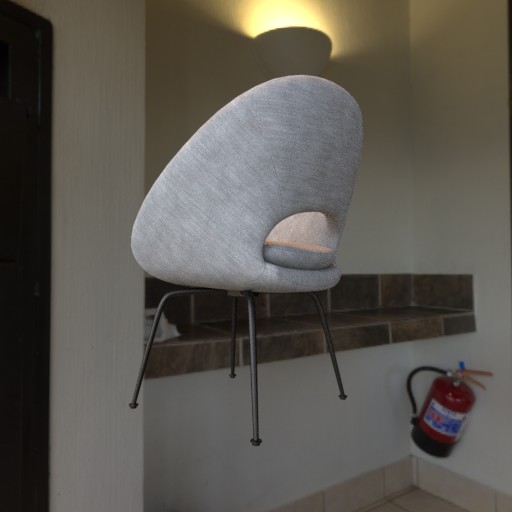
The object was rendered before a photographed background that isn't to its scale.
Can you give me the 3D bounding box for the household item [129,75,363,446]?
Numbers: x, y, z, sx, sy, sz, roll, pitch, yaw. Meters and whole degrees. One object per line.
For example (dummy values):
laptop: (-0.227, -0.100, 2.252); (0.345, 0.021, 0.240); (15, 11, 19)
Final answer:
household item: (0.000, 0.000, 1.297); (0.587, 0.869, 0.643); (-1, -2, 37)
